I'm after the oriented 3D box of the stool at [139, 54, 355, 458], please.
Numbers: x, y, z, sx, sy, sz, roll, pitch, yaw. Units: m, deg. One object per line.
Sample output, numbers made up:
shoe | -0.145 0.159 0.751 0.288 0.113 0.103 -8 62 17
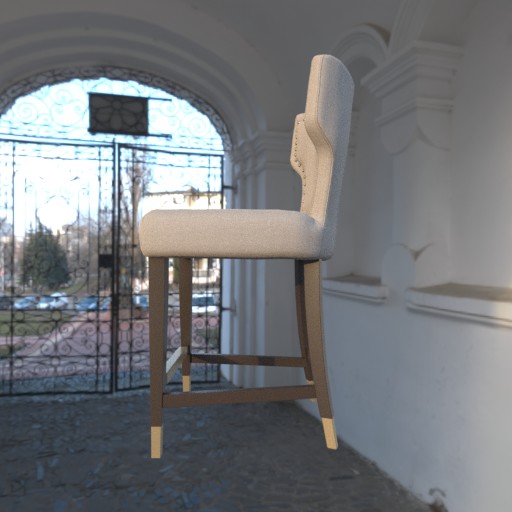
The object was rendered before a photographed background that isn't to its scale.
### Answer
stool | 0.000 0.000 1.313 0.563 0.982 0.527 0 0 0
